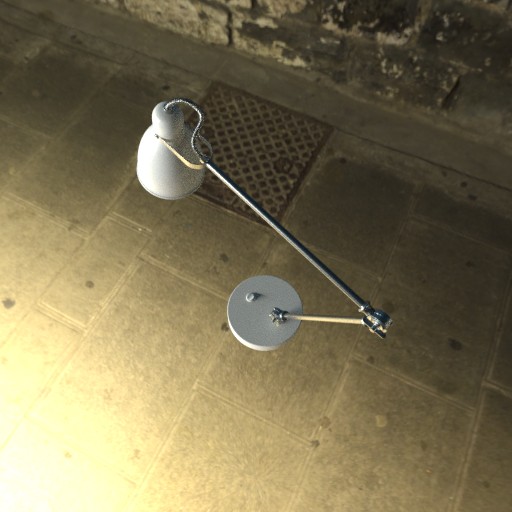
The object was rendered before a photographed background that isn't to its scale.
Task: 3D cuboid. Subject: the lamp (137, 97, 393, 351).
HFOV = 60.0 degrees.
[{"bbox_3d":[0.000,0.000,0.873,0.561,0.587,0.187,38,69,17],"label":"lamp"}]
